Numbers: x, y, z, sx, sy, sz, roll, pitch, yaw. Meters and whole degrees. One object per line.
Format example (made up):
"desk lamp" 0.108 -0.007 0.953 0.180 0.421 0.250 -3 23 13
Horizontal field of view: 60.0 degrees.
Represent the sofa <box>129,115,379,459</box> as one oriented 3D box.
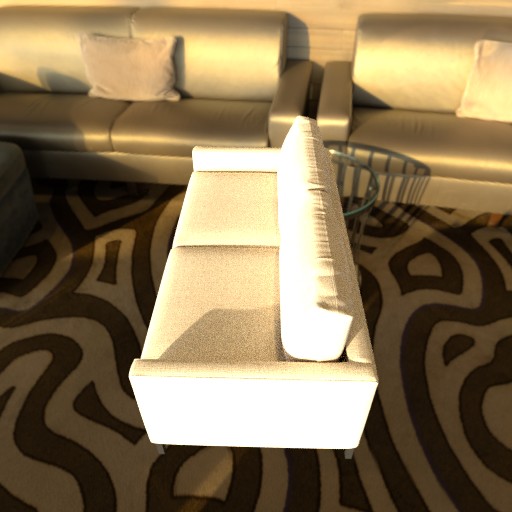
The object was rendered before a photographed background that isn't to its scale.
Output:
"sofa" 0.000 0.000 2.146 0.839 0.812 1.651 1 41 1
